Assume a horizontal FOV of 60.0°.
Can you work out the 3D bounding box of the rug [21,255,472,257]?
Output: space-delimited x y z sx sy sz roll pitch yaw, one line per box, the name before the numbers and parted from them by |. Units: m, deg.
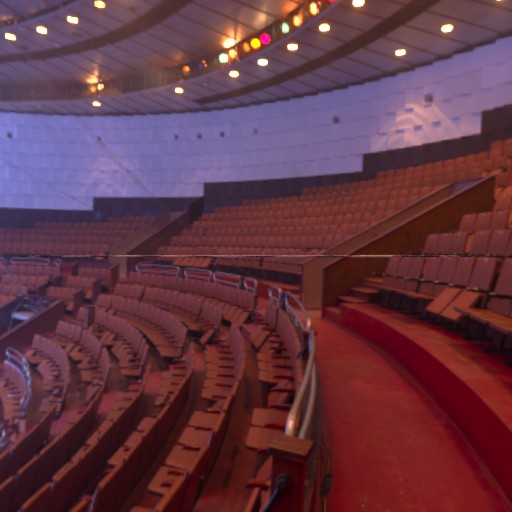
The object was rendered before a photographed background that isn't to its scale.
rug | 0.000 0.000 2.851 2.311 0.010 1.522 0 0 18
